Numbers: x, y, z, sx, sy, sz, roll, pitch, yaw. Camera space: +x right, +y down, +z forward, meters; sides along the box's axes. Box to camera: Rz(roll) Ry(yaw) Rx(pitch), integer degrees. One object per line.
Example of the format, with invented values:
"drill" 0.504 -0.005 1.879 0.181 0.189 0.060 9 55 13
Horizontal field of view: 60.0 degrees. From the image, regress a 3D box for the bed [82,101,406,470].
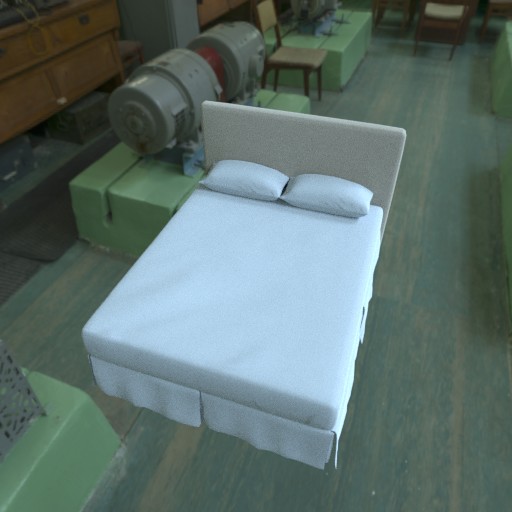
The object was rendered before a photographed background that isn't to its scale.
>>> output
"bed" 0.000 0.000 3.234 1.748 1.330 2.142 13 43 14
